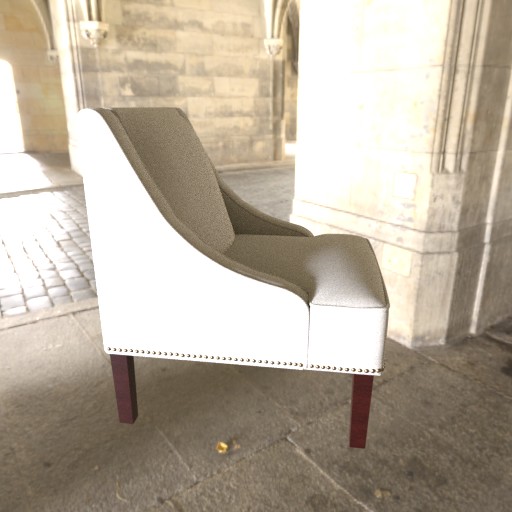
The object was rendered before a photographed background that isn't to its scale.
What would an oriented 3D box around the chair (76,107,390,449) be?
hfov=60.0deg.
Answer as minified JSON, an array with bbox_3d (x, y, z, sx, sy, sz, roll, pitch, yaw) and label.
[{"bbox_3d":[0.000,0.000,1.372,0.748,0.872,0.628,3,19,8],"label":"chair"}]
